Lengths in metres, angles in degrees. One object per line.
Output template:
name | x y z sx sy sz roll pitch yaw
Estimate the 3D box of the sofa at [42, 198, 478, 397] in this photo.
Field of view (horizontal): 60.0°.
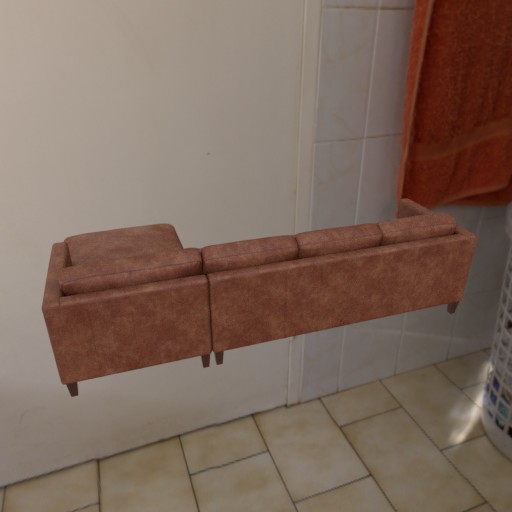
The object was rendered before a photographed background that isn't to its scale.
sofa | 0.000 0.000 3.859 3.203 0.883 1.581 -9 28 -16
